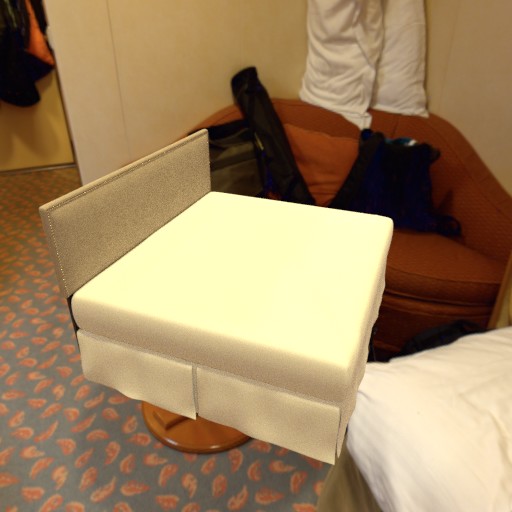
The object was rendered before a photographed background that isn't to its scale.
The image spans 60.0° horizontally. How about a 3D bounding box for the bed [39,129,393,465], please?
[{"bbox_3d":[0.000,0.000,3.443,1.914,1.346,2.170,11,31,19],"label":"bed"}]
